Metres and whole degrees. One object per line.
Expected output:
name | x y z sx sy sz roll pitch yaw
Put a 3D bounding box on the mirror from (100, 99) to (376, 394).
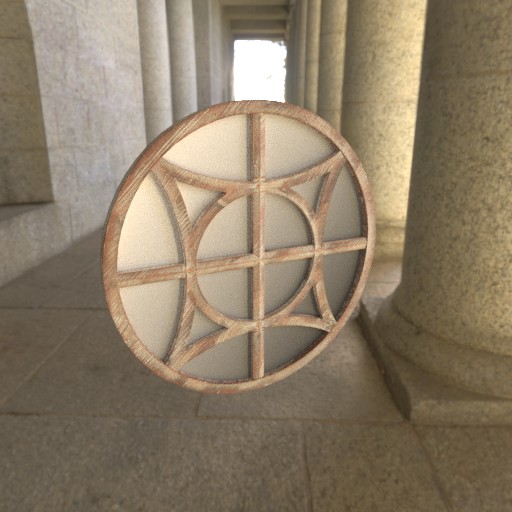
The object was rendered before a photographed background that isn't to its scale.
mirror | 0.000 0.000 1.066 0.710 0.710 0.038 -9 19 -26
